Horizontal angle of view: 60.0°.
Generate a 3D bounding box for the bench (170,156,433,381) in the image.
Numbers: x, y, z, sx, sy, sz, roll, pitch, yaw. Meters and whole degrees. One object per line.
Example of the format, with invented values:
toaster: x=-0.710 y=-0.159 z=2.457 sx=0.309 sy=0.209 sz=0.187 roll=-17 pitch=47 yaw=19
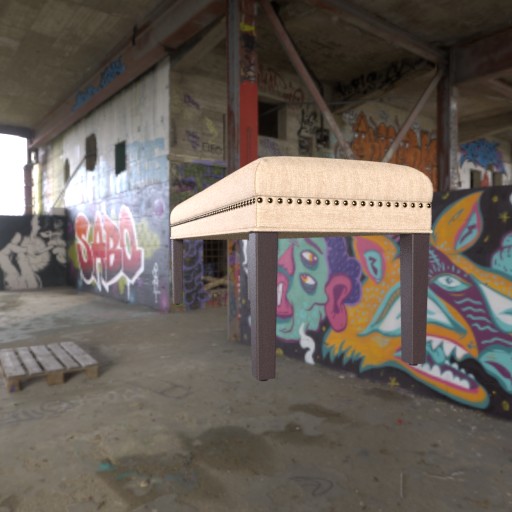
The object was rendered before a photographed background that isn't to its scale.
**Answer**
bench: x=0.000 y=0.000 z=1.473 sx=0.410 sy=0.457 sz=1.219 roll=0 pitch=2 yaw=-18
